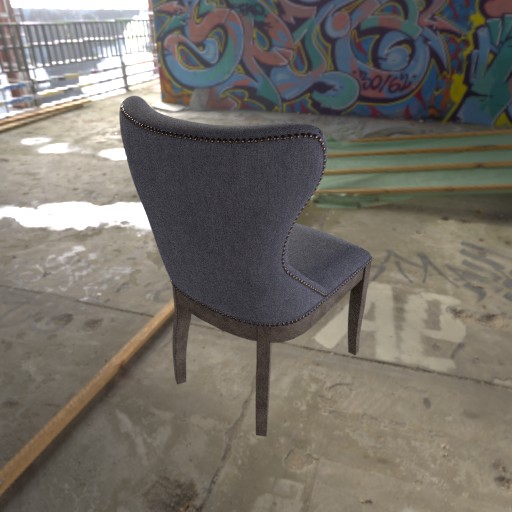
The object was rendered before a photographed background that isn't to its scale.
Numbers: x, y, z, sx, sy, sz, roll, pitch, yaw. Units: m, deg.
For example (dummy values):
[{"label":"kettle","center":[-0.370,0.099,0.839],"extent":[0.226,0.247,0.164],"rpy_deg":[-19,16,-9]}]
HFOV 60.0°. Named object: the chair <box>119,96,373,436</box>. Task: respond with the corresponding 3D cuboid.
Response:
[{"label":"chair","center":[0.000,0.000,1.462],"extent":[0.654,1.002,0.681],"rpy_deg":[21,35,32]}]
